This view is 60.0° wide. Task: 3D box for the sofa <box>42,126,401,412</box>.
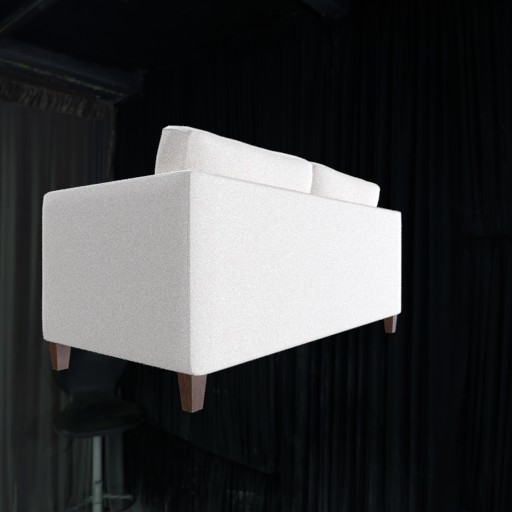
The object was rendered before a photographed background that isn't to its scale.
[{"bbox_3d":[0.000,0.000,2.170,0.873,0.888,1.722,0,1,37],"label":"sofa"}]
